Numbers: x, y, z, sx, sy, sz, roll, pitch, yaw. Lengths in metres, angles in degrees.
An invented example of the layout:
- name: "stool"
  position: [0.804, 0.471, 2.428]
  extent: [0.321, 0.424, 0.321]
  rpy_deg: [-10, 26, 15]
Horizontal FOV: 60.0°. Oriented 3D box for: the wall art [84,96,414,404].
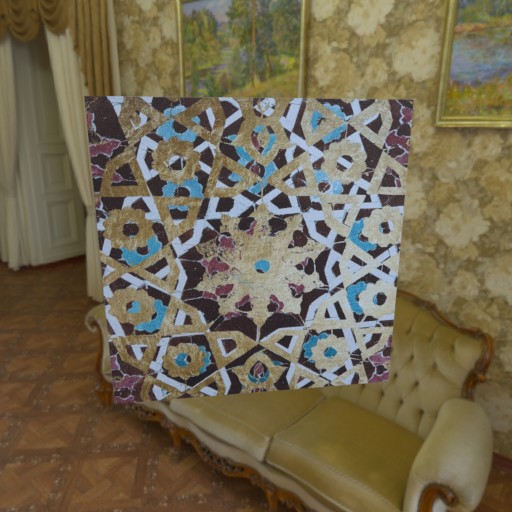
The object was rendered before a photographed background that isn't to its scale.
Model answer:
- name: "wall art"
  position: [0.000, 0.000, 0.914]
  extent: [0.609, 0.613, 0.041]
  rpy_deg: [-2, 16, -8]
